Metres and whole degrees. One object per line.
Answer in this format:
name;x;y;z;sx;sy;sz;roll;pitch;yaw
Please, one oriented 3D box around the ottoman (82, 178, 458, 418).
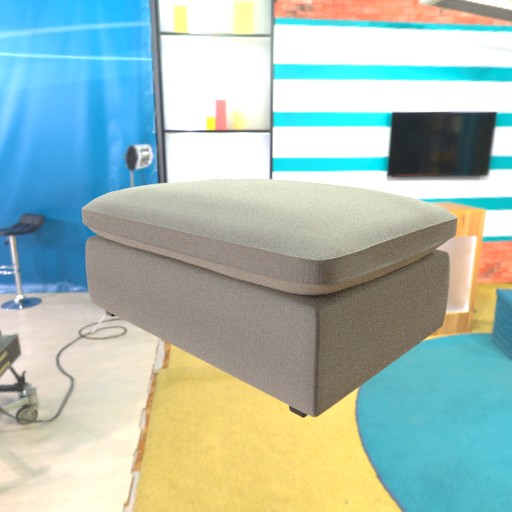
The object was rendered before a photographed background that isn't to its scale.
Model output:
ottoman;0.000;0.000;1.369;0.984;0.453;0.686;14;20;42
